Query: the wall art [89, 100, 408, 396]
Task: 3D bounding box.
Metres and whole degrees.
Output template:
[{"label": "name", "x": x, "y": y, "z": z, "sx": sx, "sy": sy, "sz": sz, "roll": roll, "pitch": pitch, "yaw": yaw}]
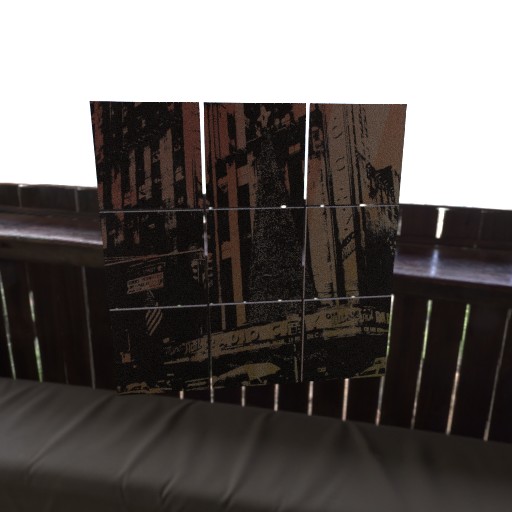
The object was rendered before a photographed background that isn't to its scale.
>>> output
[{"label": "wall art", "x": 0.000, "y": 0.000, "z": 2.315, "sx": 1.527, "sy": 1.521, "sz": 0.017, "roll": -2, "pitch": 16, "yaw": -7}]
